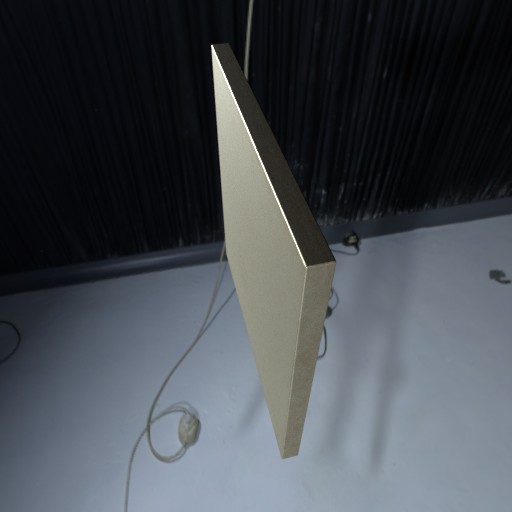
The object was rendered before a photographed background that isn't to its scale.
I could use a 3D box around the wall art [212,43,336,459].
[{"bbox_3d":[0.000,0.000,0.753,0.030,0.506,0.503,-10,48,-9],"label":"wall art"}]
